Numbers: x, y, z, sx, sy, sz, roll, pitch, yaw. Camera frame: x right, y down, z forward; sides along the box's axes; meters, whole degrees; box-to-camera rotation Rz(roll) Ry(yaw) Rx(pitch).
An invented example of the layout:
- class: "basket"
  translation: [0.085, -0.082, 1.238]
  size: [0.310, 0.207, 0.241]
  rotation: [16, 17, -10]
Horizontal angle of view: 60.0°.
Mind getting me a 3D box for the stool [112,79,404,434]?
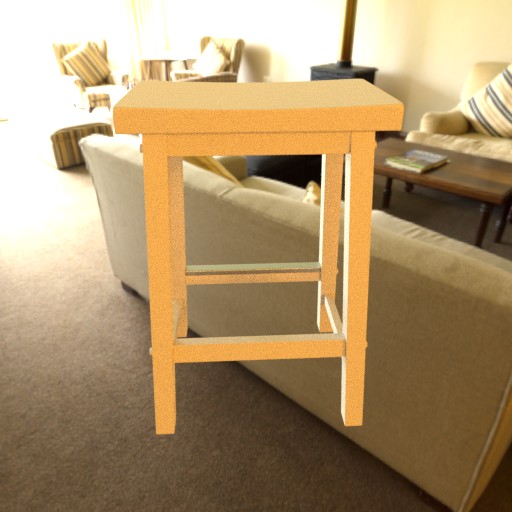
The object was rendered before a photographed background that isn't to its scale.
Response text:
- class: "stool"
  translation: [0.000, 0.000, 0.859]
  size: [0.406, 0.610, 0.322]
  rotation: [-1, 30, -3]
